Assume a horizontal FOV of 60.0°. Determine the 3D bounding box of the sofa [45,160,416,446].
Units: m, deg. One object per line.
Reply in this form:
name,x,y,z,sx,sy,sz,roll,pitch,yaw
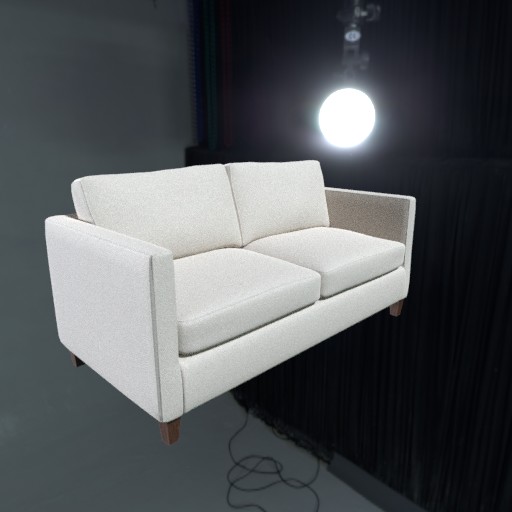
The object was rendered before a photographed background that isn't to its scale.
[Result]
sofa,0.000,0.000,2.226,1.722,0.888,0.873,-15,22,-43
